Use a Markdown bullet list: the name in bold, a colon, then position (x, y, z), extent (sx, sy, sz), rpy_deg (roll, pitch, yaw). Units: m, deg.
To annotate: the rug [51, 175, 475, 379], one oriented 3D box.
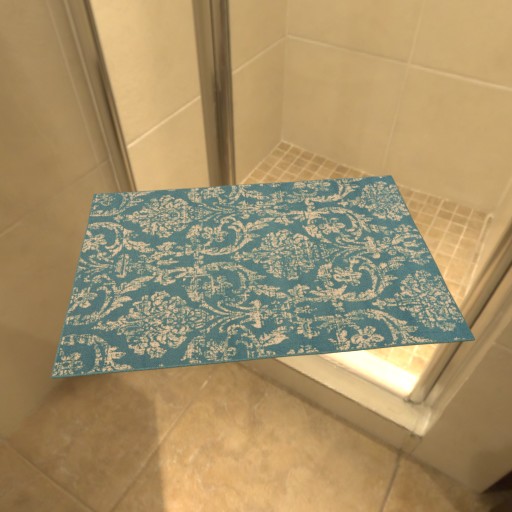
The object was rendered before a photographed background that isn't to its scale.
- **rug**: position (0.000, 0.000, 2.311), extent (1.833, 0.012, 1.211), rpy_deg (-4, 47, -4)
